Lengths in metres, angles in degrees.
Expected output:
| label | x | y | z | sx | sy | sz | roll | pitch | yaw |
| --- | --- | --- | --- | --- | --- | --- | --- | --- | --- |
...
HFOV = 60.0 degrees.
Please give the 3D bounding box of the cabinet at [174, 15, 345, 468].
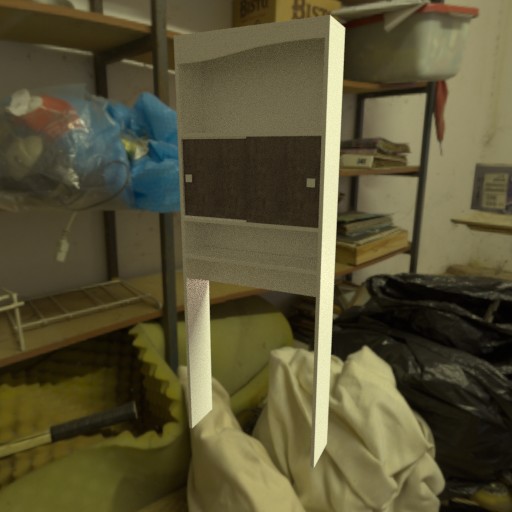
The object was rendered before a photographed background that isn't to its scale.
| label | x | y | z | sx | sy | sz | roll | pitch | yaw |
| --- | --- | --- | --- | --- | --- | --- | --- | --- | --- |
| cabinet | 0.000 | 0.000 | 1.910 | 0.643 | 1.770 | 0.192 | 7 | 15 | 26 |
